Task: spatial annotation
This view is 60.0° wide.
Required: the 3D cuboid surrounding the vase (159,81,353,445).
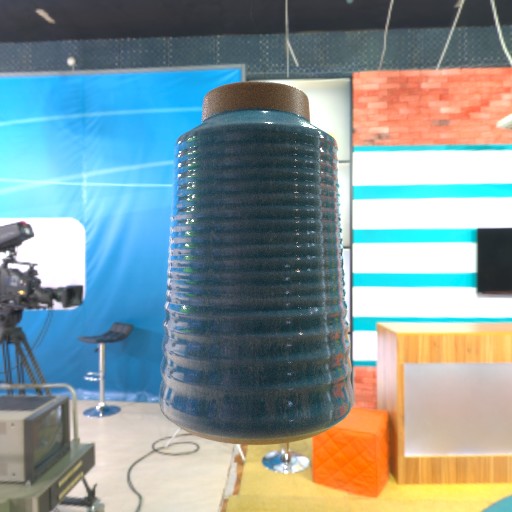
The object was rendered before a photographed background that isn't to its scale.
[{"bbox_3d":[0.000,0.000,0.381,0.163,0.267,0.163,0,0,0],"label":"vase"}]
